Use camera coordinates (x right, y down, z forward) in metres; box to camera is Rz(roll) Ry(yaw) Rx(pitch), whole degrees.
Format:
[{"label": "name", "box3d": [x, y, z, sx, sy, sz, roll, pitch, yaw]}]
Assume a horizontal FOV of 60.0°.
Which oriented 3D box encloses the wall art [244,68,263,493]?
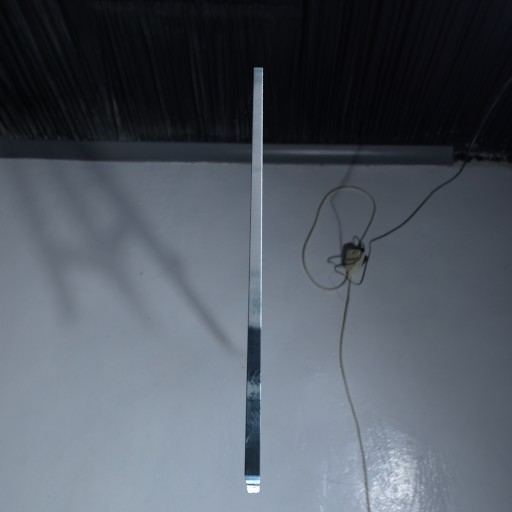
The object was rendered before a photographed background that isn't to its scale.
[{"label": "wall art", "box3d": [0.000, 0.000, 1.650, 0.037, 0.509, 1.524, 1, 58, 0]}]
